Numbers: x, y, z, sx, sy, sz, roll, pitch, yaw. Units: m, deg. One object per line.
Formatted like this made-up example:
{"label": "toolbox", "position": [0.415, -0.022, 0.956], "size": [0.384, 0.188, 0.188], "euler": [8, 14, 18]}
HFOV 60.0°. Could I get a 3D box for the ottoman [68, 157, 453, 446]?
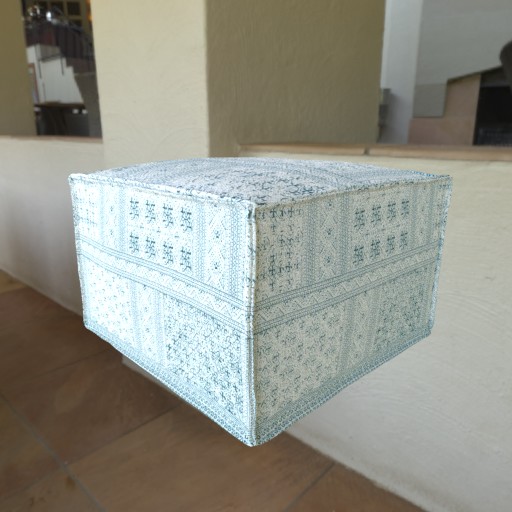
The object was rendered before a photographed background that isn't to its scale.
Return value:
{"label": "ottoman", "position": [0.000, 0.000, 1.034], "size": [0.617, 0.439, 0.626], "euler": [-14, 21, -42]}
